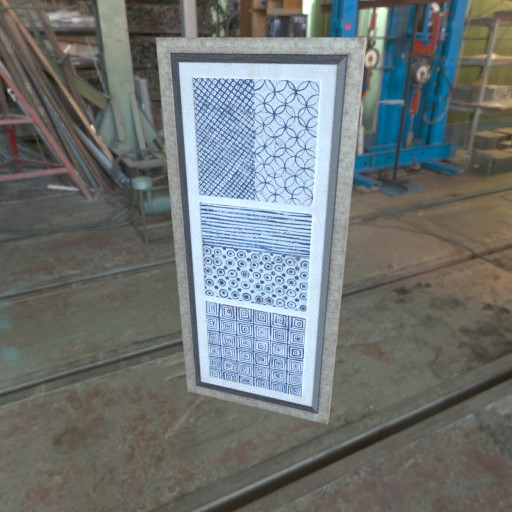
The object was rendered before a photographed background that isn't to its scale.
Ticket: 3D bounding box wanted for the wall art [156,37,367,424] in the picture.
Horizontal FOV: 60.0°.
[{"bbox_3d":[0.000,0.000,1.651,0.648,1.461,0.051,8,27,16],"label":"wall art"}]
